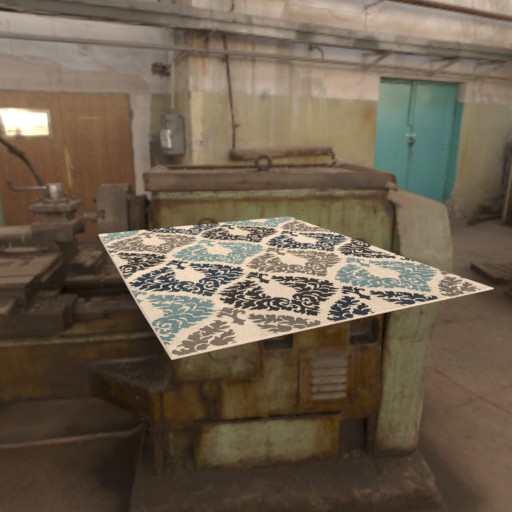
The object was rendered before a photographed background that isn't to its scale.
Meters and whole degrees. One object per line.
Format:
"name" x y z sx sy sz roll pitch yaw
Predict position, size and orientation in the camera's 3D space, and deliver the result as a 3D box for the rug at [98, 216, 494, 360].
"rug" 0.000 0.000 4.066 2.423 0.014 3.040 -8 18 -24
